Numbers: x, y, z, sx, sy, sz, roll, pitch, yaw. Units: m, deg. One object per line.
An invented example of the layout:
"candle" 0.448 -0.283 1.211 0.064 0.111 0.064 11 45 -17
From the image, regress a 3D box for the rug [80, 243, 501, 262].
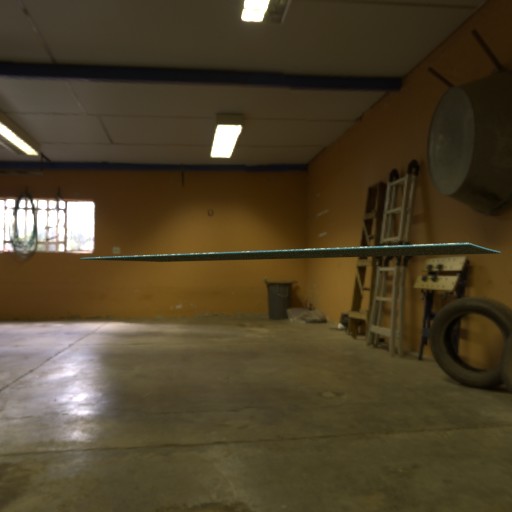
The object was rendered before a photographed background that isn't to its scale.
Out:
"rug" 0.000 0.000 2.340 2.196 0.011 0.662 -2 -3 36
